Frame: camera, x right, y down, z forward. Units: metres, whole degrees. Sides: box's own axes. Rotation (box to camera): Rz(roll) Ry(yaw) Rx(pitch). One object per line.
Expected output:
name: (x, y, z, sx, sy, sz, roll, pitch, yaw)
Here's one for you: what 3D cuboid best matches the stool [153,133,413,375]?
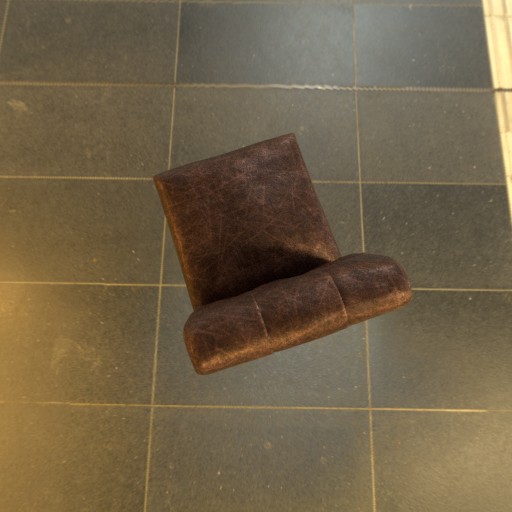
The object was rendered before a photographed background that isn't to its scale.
stool: (0.000, 0.000, 1.481, 0.483, 1.168, 0.659, -18, 77, -4)
